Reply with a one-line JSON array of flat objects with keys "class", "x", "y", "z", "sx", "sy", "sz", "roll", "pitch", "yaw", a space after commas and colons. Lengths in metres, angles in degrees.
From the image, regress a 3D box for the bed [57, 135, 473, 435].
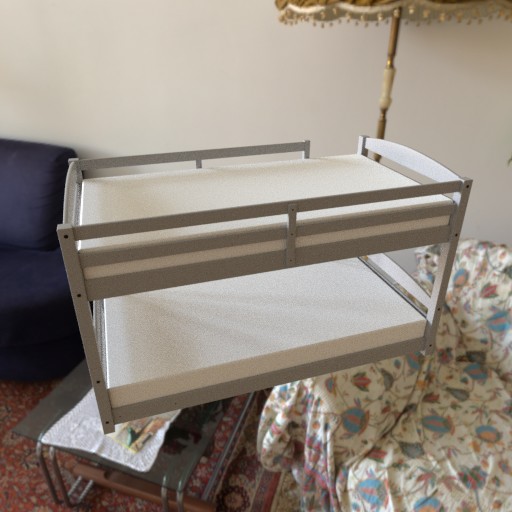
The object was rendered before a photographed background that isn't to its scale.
[{"class": "bed", "x": 0.000, "y": 0.000, "z": 2.745, "sx": 2.013, "sy": 1.206, "sz": 1.105, "roll": -9, "pitch": 29, "yaw": -16}]
